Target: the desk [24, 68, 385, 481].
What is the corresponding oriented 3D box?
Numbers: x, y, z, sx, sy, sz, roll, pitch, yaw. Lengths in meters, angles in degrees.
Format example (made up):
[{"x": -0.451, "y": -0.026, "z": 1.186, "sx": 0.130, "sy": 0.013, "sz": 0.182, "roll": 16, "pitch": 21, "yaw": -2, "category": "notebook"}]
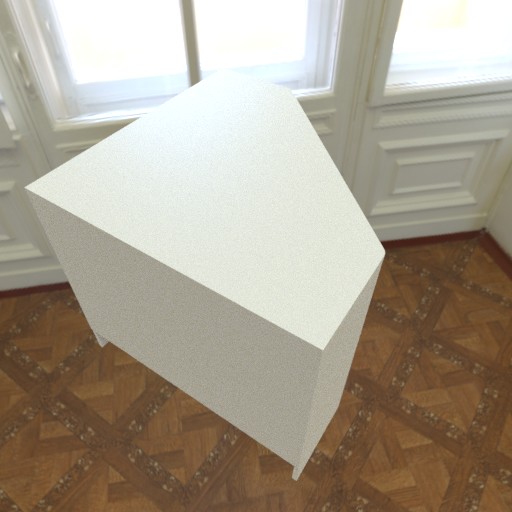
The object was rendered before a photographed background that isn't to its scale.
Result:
[{"x": 0.000, "y": 0.000, "z": 1.621, "sx": 0.940, "sy": 0.818, "sz": 0.926, "roll": 26, "pitch": 52, "yaw": 22, "category": "desk"}]
